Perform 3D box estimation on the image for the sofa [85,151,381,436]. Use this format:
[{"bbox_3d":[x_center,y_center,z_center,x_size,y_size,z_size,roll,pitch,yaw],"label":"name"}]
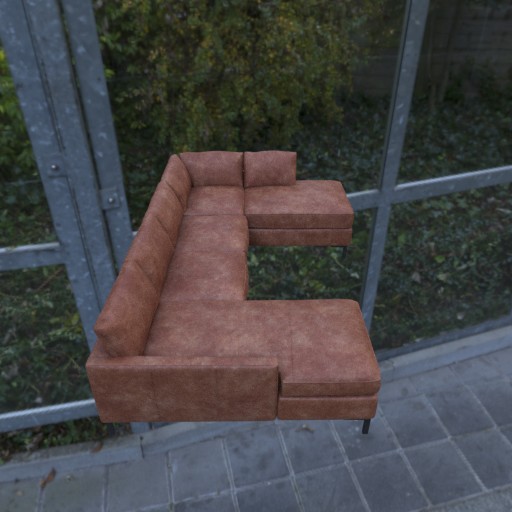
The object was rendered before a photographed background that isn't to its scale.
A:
[{"bbox_3d":[0.000,0.000,3.811,1.939,0.900,2.956,0,32,0],"label":"sofa"}]
